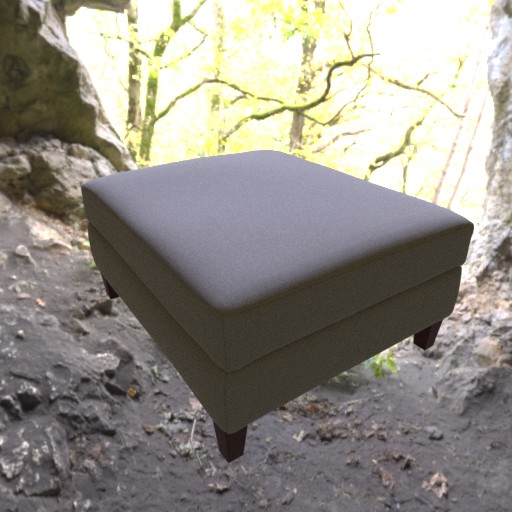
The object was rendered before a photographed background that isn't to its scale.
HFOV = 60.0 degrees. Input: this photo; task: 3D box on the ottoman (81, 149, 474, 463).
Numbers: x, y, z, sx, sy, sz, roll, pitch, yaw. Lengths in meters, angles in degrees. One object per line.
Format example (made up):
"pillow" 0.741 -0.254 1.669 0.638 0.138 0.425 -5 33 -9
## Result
"ottoman" 0.000 0.000 1.445 0.836 0.492 0.976 -18 32 -30
